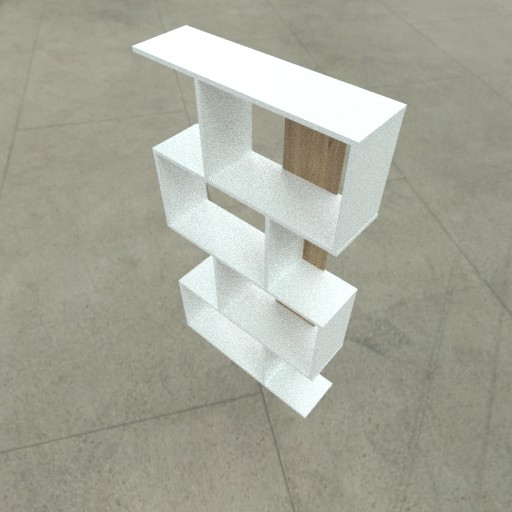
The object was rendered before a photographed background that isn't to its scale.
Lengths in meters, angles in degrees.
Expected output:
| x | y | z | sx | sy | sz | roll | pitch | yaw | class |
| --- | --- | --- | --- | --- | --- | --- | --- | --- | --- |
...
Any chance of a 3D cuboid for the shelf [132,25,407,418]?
| x | y | z | sx | sy | sz | roll | pitch | yaw | class |
| --- | --- | --- | --- | --- | --- | --- | --- | --- | --- |
| 0.000 | 0.000 | 1.962 | 0.890 | 1.650 | 0.250 | 32 | 55 | 27 | shelf |
